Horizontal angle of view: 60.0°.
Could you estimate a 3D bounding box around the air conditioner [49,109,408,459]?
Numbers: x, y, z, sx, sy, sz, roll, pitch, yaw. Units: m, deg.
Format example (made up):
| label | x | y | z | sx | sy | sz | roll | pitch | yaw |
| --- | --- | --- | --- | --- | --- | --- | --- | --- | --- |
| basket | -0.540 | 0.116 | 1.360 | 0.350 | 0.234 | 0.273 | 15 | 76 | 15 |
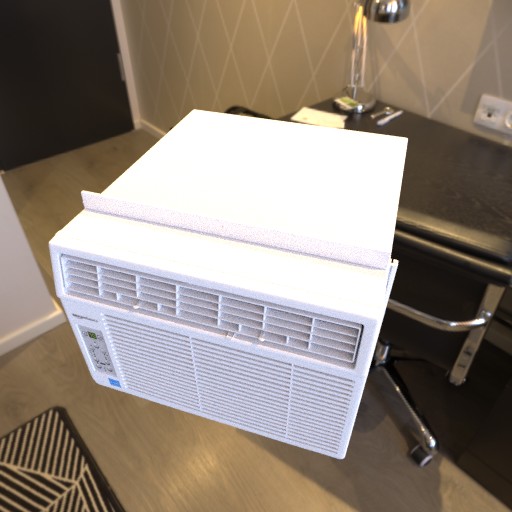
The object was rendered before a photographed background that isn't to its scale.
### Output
| label | x | y | z | sx | sy | sz | roll | pitch | yaw |
| --- | --- | --- | --- | --- | --- | --- | --- | --- | --- |
| air conditioner | 0.000 | 0.000 | 0.879 | 0.503 | 0.388 | 0.546 | 12 | 42 | 14 |
